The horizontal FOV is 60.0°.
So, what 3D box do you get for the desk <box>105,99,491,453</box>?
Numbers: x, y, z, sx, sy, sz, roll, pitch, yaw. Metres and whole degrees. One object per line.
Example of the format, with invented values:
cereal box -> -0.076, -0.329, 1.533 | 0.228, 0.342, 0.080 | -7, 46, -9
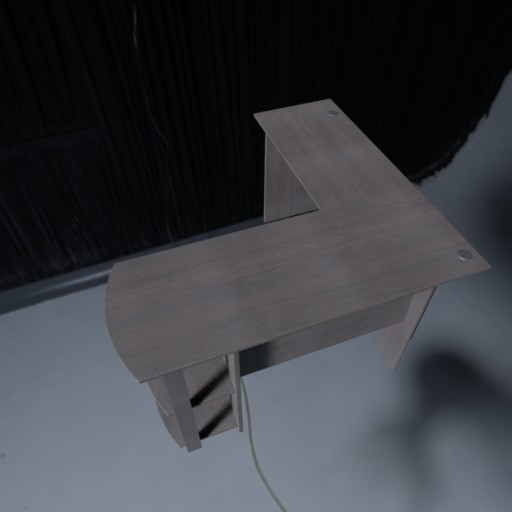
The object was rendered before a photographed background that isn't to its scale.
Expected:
desk -> 0.000, 0.000, 2.142 | 1.361, 0.716, 1.303 | -16, 50, -14
